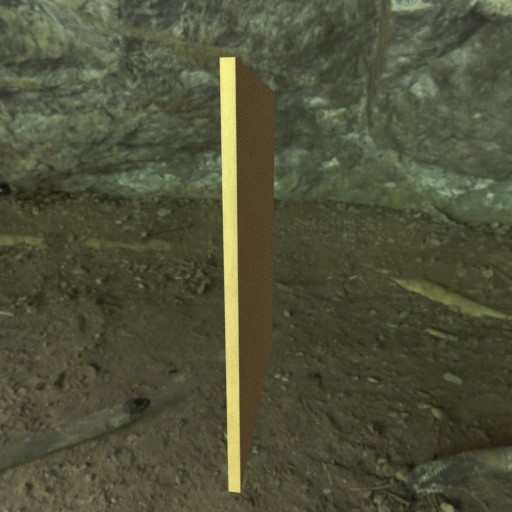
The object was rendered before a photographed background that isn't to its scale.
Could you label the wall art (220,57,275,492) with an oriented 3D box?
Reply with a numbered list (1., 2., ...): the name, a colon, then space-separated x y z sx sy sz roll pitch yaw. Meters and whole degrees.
1. wall art: 0.000 0.000 1.351 0.030 1.002 0.798 2 16 7
